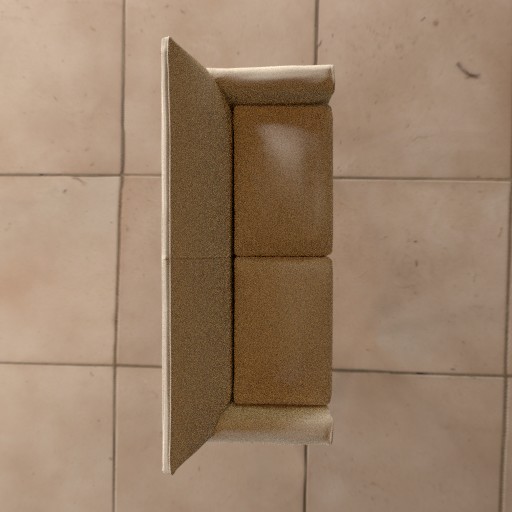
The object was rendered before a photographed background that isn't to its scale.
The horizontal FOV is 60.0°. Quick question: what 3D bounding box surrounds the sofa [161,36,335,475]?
[{"bbox_3d":[0.000,0.000,2.445,0.841,0.907,2.001,0,91,2],"label":"sofa"}]
